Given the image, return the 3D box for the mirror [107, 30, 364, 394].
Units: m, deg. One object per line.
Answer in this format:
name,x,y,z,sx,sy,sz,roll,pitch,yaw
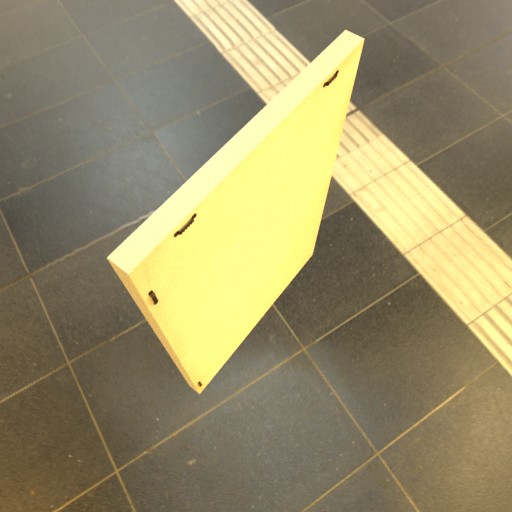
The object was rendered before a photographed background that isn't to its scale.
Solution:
mirror,0.000,0.000,0.907,0.040,0.710,0.507,34,67,17
